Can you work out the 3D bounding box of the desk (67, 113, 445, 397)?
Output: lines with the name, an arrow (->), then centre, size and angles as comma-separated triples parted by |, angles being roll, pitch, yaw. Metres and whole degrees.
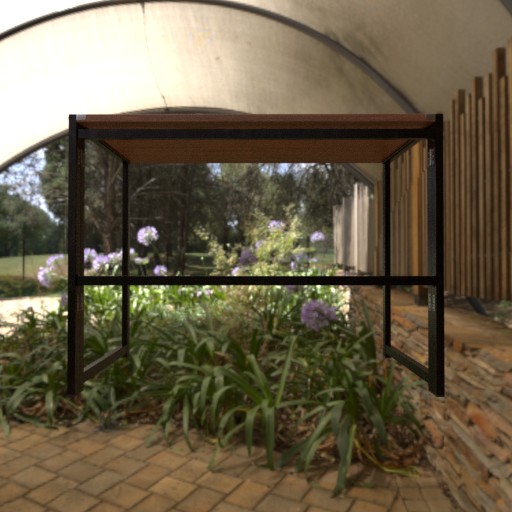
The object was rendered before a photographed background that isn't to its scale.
desk -> 0.000, 0.000, 1.445 | 1.016, 0.762, 0.508 | 0, -1, 0
